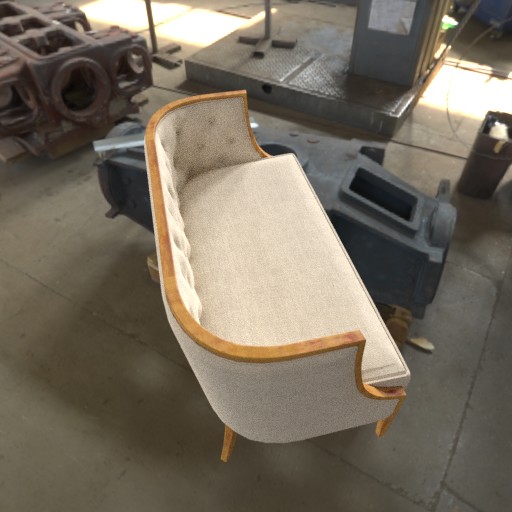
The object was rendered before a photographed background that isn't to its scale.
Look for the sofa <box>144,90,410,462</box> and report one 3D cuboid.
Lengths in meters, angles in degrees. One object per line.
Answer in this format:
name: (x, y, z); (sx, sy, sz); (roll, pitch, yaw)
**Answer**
sofa: (0.000, 0.000, 1.900); (0.770, 0.775, 1.474); (-10, 47, -9)
